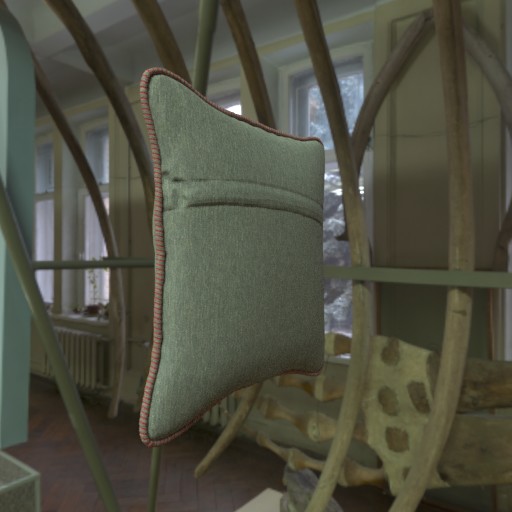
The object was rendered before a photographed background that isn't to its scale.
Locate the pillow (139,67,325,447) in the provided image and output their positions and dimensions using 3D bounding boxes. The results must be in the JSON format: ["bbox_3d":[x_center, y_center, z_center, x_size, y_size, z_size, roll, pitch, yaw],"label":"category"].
[{"bbox_3d":[0.000,0.000,0.744,0.124,0.491,0.482,0,0,36],"label":"pillow"}]
